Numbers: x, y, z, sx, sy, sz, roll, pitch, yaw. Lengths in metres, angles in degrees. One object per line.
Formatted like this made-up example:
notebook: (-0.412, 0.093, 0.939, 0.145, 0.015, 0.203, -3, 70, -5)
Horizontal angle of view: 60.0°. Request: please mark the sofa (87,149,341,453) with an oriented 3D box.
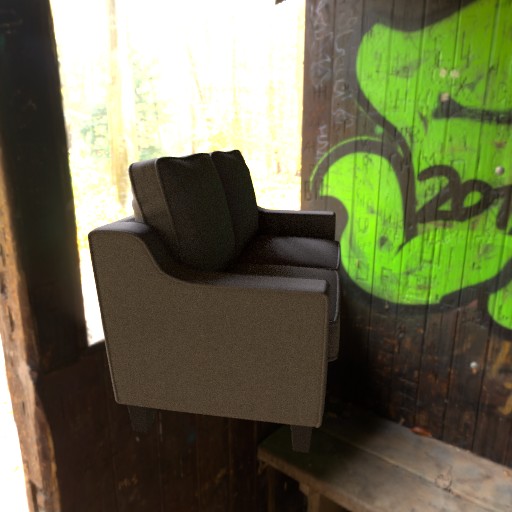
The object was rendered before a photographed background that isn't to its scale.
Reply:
sofa: (0.000, 0.000, 2.072, 0.791, 0.948, 1.500, 3, 15, 10)
